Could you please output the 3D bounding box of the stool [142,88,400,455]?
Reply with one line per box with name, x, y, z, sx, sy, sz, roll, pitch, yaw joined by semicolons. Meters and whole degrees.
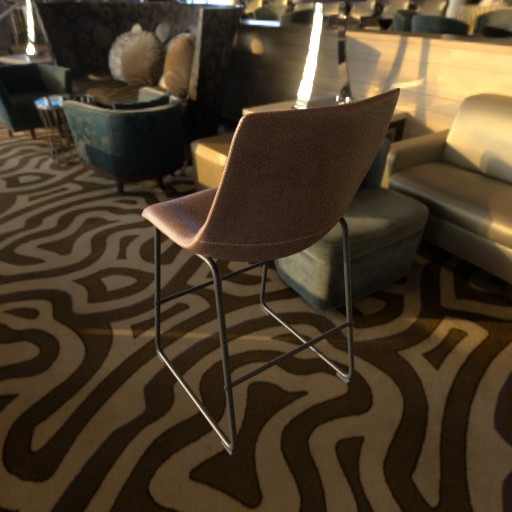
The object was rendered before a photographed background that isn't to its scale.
stool;0.000;0.000;1.181;0.460;0.890;0.550;-20;37;-30
